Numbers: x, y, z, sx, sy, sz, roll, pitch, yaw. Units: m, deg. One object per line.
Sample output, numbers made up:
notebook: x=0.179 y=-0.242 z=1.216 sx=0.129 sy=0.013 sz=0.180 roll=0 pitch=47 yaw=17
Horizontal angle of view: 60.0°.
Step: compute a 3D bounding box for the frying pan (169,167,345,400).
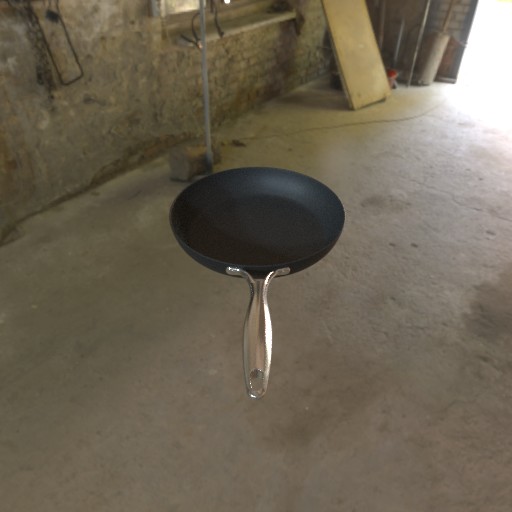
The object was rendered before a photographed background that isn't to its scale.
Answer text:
frying pan: x=0.000 y=0.000 z=0.565 sx=0.255 sy=0.105 sz=0.472 roll=1 pitch=40 yaw=1
